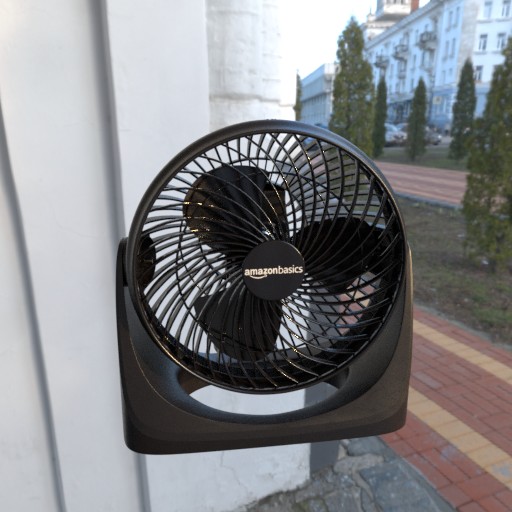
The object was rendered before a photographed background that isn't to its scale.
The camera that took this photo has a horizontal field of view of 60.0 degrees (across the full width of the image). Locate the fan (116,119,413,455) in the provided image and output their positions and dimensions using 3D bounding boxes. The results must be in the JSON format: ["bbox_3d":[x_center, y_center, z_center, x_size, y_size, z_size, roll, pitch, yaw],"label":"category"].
[{"bbox_3d":[0.000,0.000,0.473,0.273,0.277,0.256,-2,17,-7],"label":"fan"}]
